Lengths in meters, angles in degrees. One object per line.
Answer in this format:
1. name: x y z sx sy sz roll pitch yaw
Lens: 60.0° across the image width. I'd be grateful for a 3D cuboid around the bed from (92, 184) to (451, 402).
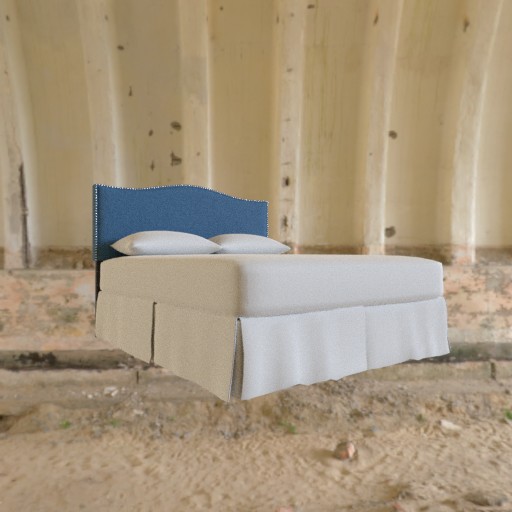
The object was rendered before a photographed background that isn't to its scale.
1. bed: 0.000 0.000 2.929 1.610 1.169 1.872 0 0 -37
